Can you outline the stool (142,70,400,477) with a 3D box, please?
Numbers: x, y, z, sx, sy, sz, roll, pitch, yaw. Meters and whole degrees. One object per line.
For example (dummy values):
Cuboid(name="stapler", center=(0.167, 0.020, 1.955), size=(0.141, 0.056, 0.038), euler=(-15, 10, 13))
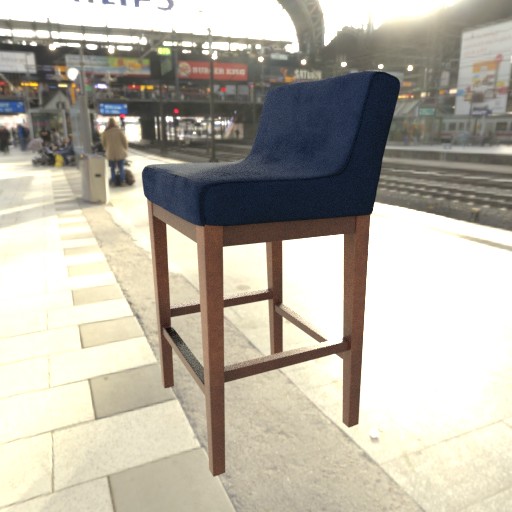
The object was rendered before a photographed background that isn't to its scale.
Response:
Cuboid(name="stool", center=(0.000, 0.000, 1.244), size=(0.516, 0.945, 0.511), euler=(-8, 18, -26))
